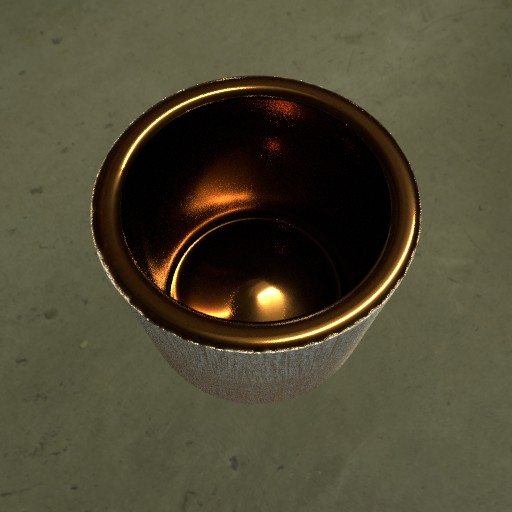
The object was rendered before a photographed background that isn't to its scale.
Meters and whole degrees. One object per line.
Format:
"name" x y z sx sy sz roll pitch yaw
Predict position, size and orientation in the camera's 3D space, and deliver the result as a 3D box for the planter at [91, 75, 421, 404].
"planter" 0.000 0.000 0.305 0.177 0.157 0.177 0 63 0
